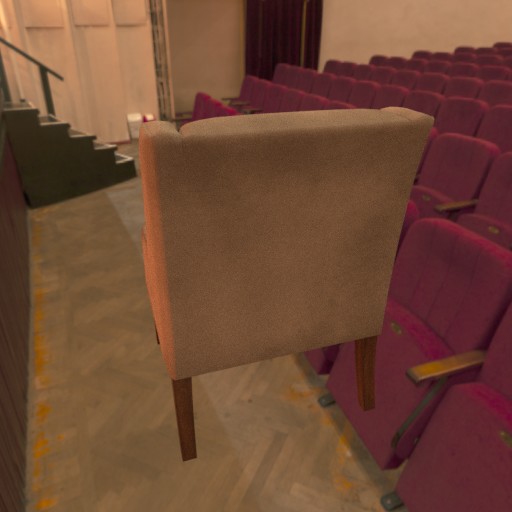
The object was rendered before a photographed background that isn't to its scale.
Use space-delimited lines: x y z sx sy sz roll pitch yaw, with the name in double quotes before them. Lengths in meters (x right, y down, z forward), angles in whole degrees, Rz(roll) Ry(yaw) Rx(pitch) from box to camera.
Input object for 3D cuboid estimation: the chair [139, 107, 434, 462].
"chair" 0.000 0.000 1.317 0.629 0.895 0.629 -9 29 -16
